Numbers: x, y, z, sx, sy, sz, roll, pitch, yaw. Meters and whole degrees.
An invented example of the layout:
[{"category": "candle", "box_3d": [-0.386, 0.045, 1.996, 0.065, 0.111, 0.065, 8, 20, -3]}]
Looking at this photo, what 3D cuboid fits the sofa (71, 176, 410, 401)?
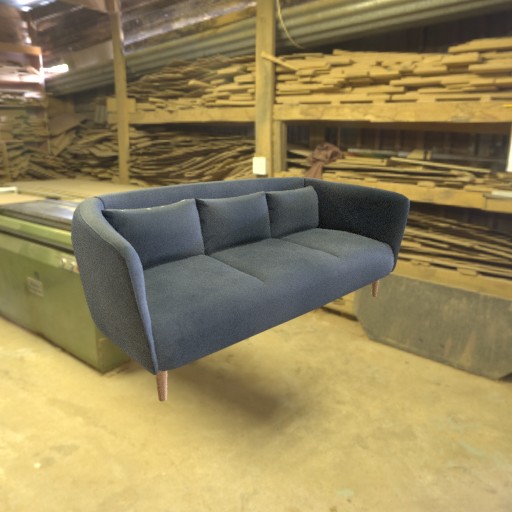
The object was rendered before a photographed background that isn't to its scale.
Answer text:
[{"category": "sofa", "box_3d": [0.000, 0.000, 2.523, 0.849, 0.795, 2.095, 14, 20, 42]}]
